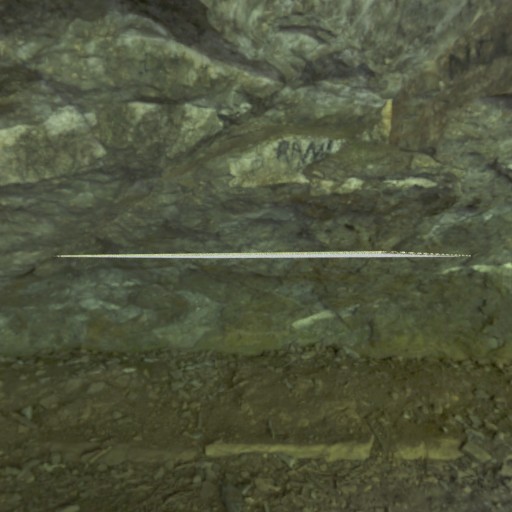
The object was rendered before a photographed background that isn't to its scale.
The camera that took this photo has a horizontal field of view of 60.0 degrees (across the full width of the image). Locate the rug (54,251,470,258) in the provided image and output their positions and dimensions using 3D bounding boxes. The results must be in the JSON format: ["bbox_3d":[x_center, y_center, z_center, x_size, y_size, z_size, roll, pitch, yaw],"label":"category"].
[{"bbox_3d":[0.000,0.000,3.041,2.435,0.010,1.544,0,-1,36],"label":"rug"}]
